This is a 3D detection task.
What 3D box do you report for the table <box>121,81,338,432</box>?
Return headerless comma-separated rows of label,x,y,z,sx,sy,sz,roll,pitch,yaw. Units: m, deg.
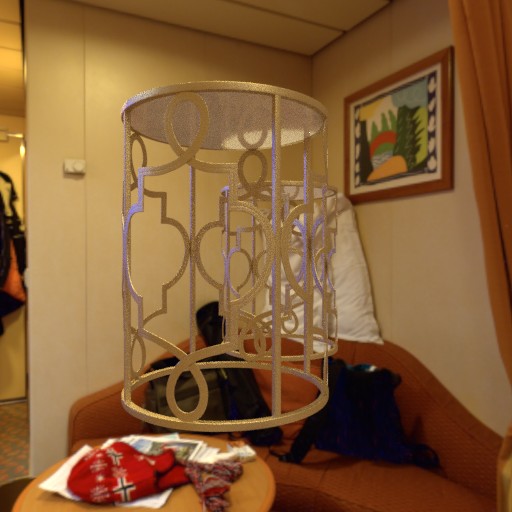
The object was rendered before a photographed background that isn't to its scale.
table,0.000,0.000,1.127,0.420,0.564,0.846,0,0,17
